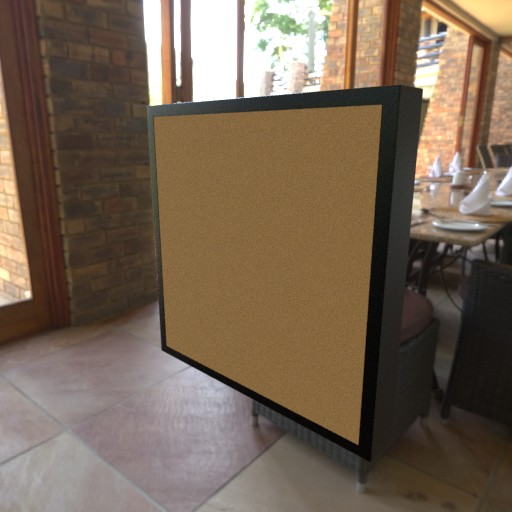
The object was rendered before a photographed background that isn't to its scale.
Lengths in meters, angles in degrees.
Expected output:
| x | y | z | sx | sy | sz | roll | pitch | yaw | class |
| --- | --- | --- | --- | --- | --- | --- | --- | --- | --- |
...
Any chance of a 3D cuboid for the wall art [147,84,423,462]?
| x | y | z | sx | sy | sz | roll | pitch | yaw | class |
| --- | --- | --- | --- | --- | --- | --- | --- | --- | --- |
| 0.000 | 0.000 | 0.447 | 0.299 | 0.299 | 0.037 | 14 | 20 | 41 | wall art |
